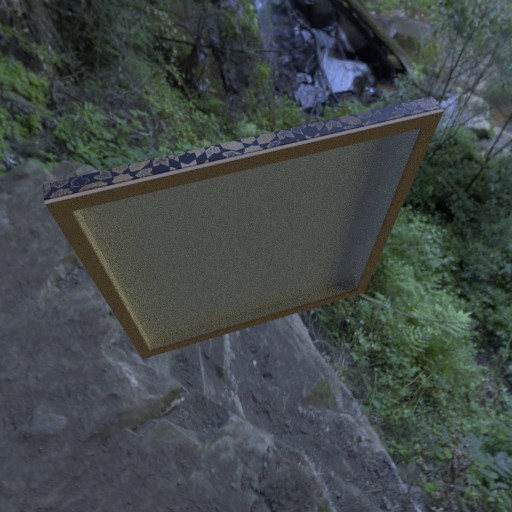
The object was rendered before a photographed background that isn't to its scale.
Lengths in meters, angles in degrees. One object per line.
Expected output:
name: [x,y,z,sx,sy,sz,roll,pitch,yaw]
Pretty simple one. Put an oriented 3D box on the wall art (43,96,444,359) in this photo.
wall art: [0.000,0.000,0.914,0.612,0.612,0.038,-15,59,-10]
